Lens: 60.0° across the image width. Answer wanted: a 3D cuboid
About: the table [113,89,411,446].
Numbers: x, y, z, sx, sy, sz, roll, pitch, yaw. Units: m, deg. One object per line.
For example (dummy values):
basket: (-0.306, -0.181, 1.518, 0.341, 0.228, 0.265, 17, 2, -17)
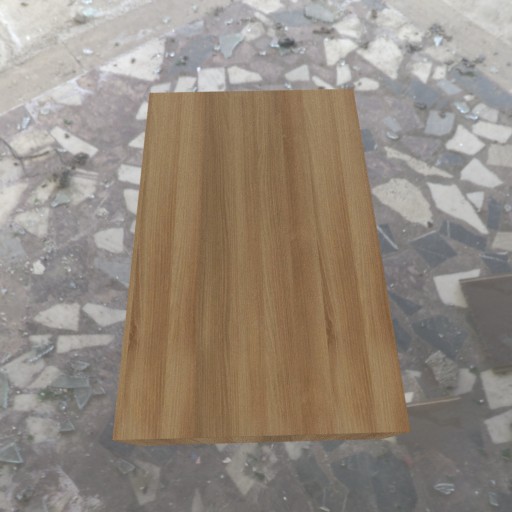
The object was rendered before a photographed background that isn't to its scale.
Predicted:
table: (0.000, 0.000, 1.428, 0.700, 0.330, 1.100, -1, 64, -1)
